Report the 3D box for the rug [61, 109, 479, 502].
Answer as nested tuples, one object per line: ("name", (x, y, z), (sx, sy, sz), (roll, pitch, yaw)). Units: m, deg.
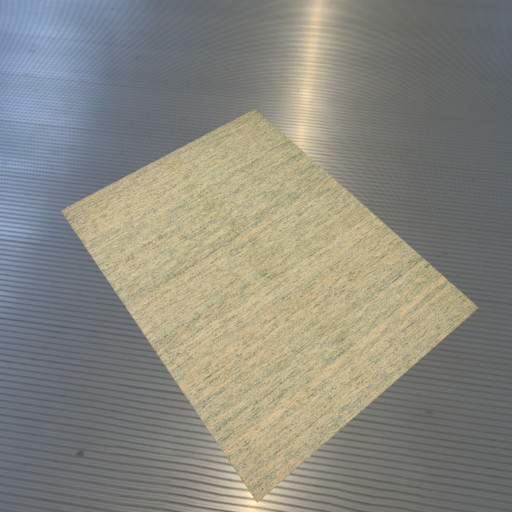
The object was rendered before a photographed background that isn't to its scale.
("rug", (0.000, 0.000, 4.132), (2.437, 0.014, 3.201), (-33, 64, -18))
